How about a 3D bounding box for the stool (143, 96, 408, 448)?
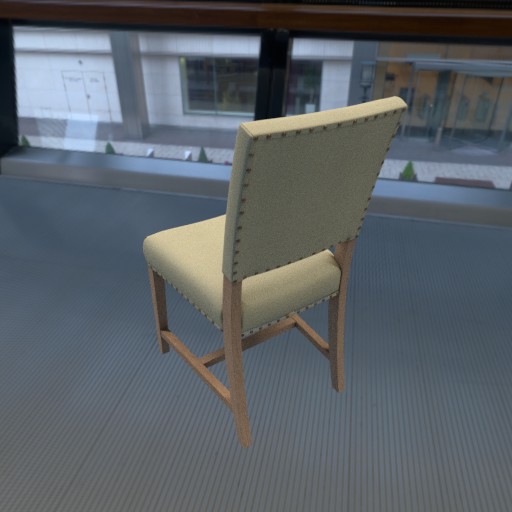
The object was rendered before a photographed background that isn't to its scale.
[{"bbox_3d":[0.000,0.000,1.367,0.508,0.986,0.623,-19,36,-29],"label":"stool"}]
